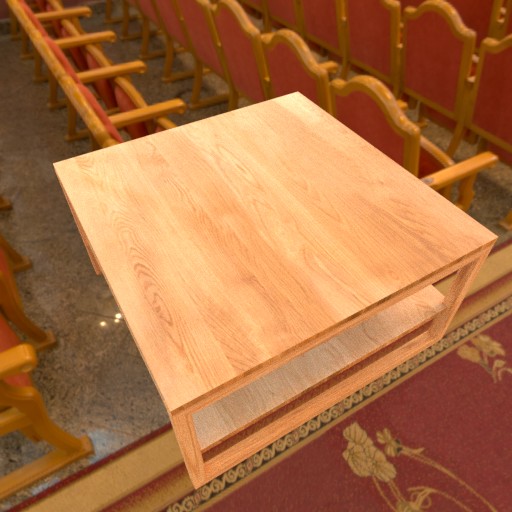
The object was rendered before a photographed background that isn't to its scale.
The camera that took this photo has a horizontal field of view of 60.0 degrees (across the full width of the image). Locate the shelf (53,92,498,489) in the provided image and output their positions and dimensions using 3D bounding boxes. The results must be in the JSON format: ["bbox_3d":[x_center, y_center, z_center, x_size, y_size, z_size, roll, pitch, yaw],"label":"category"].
[{"bbox_3d":[0.000,0.000,1.407,0.899,0.480,0.899,-23,51,-20],"label":"shelf"}]
